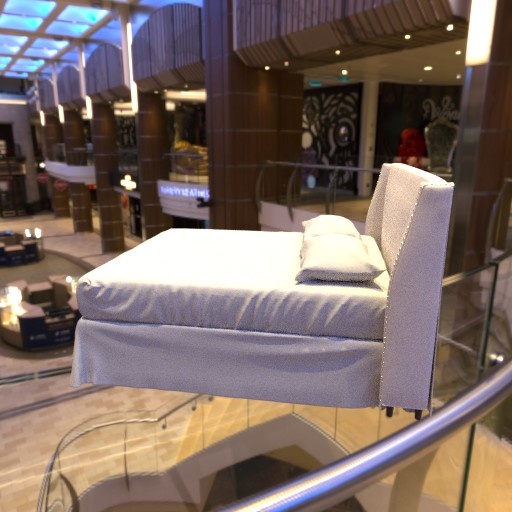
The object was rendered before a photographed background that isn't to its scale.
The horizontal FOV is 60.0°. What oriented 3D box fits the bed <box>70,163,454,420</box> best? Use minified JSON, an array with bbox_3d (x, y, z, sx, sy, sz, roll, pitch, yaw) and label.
[{"bbox_3d":[0.000,0.000,3.356,2.276,1.332,1.925,2,15,9],"label":"bed"}]
